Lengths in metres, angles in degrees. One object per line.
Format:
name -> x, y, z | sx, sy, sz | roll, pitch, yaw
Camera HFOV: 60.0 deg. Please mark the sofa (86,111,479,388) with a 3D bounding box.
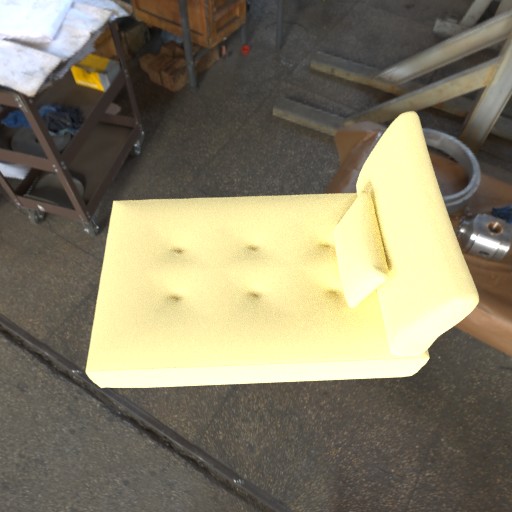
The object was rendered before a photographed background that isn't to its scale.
sofa -> 0.000, 0.000, 1.981 | 1.450, 0.820, 0.930 | -2, 58, -1
